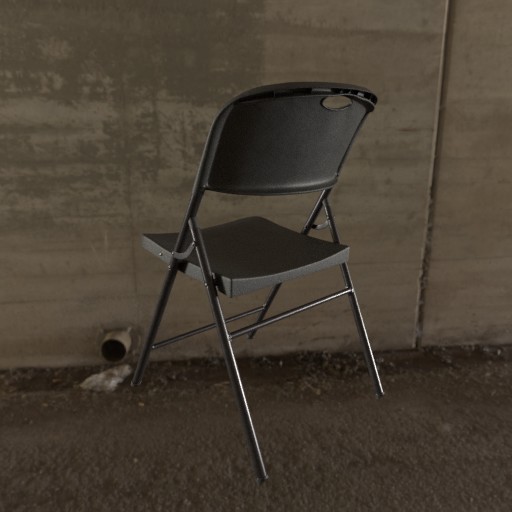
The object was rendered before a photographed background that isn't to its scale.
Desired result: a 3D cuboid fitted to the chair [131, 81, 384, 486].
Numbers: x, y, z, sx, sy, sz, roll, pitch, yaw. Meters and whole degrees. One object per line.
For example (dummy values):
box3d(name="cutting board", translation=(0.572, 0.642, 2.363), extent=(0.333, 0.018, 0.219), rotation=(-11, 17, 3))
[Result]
box3d(name="chair", translation=(0.000, 0.000, 1.173), extent=(0.494, 0.810, 0.566), rotation=(-14, 20, -42))
